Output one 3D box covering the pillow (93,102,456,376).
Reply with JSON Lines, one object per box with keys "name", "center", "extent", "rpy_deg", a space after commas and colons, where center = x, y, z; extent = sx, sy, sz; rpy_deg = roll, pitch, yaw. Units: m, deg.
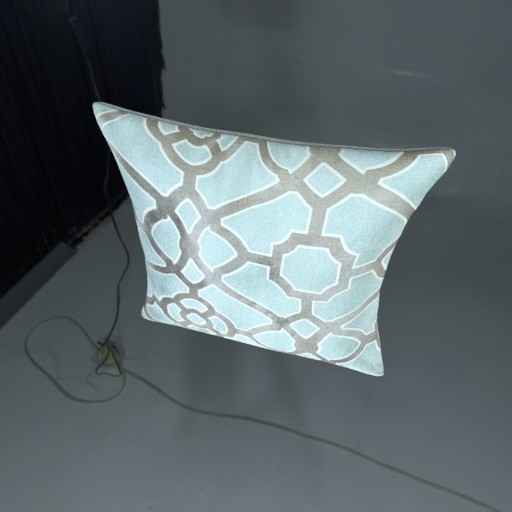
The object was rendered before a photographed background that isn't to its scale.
{"name": "pillow", "center": [0.000, 0.000, 0.811], "extent": [0.552, 0.508, 0.166], "rpy_deg": [11, 43, 13]}
